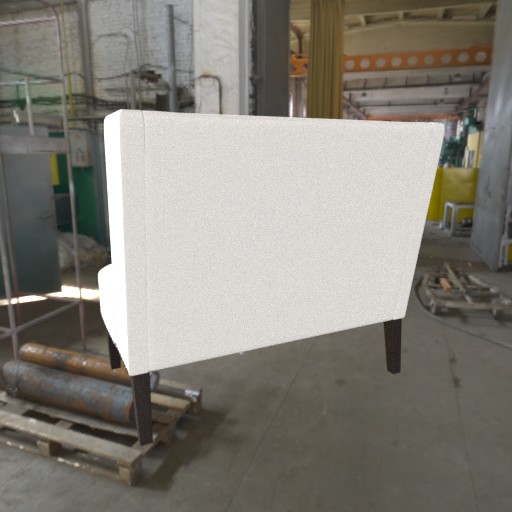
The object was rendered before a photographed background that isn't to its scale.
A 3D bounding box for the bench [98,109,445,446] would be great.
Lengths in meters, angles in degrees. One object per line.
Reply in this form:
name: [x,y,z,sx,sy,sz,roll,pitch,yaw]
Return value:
bench: [0.000,0.000,1.967,1.280,1.123,0.847,-6,14,-26]
